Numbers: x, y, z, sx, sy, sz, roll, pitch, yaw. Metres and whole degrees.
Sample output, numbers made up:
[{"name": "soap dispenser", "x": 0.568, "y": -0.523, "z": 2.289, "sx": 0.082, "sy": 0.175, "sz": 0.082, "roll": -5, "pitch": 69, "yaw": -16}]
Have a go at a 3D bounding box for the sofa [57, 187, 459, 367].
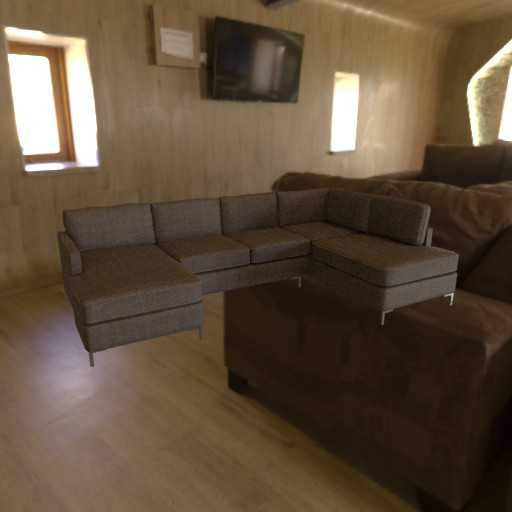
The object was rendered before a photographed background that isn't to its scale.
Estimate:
[{"name": "sofa", "x": 0.000, "y": 0.000, "z": 4.353, "sx": 3.423, "sy": 0.999, "sz": 2.048, "roll": -9, "pitch": 19, "yaw": -28}]
